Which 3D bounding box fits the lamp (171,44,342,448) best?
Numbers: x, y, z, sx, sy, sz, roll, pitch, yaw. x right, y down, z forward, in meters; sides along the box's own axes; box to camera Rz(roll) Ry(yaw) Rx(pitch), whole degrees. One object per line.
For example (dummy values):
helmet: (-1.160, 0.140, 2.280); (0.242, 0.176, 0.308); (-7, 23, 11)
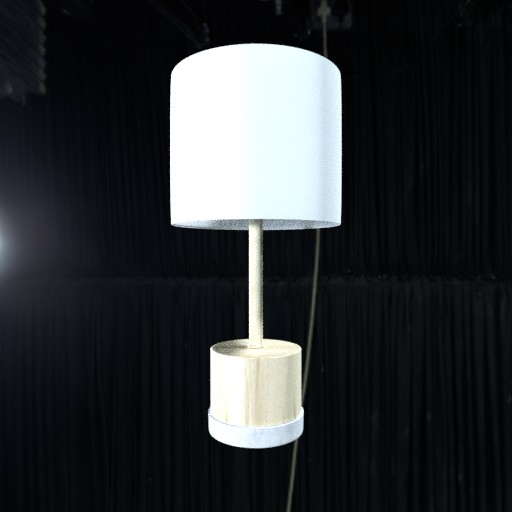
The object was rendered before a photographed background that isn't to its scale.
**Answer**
lamp: (0.000, 0.000, 0.604); (0.229, 0.470, 0.229); (0, 0, 1)
